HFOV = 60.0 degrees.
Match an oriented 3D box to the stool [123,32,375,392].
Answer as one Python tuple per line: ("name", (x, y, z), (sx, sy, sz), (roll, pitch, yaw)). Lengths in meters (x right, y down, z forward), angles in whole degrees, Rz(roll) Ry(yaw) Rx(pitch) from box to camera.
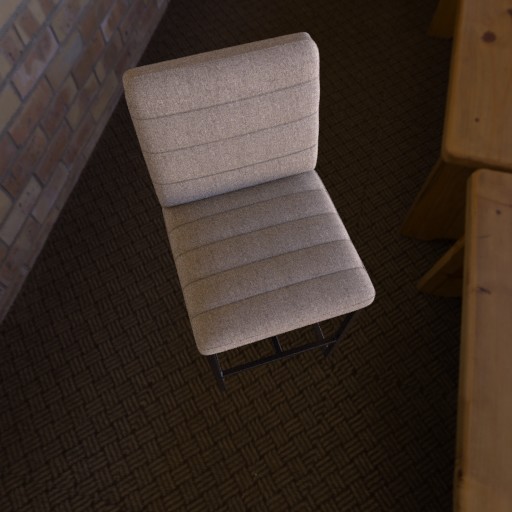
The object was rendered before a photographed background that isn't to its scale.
("stool", (0.000, 0.000, 1.333), (0.459, 1.034, 0.571), (-16, 65, -8))
